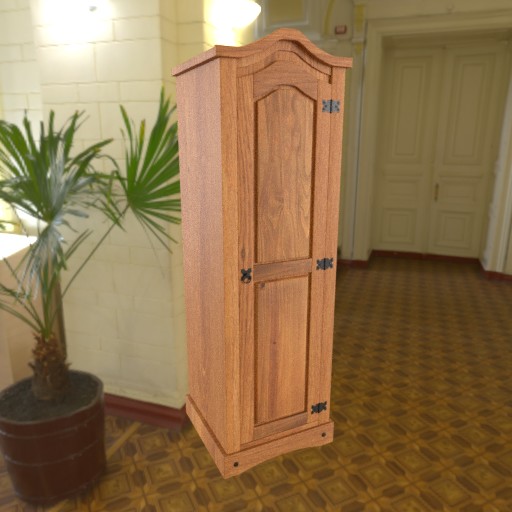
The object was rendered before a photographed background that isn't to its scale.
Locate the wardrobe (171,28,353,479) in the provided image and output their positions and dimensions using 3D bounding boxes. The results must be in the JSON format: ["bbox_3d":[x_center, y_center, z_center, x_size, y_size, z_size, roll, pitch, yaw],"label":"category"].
[{"bbox_3d":[0.000,0.000,2.120,0.590,1.870,0.570,-7,16,-25],"label":"wardrobe"}]
